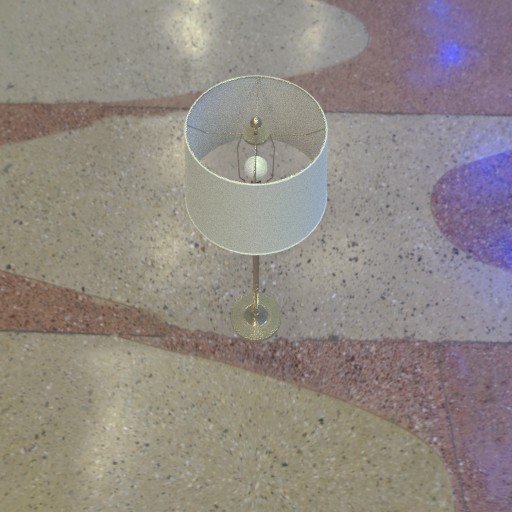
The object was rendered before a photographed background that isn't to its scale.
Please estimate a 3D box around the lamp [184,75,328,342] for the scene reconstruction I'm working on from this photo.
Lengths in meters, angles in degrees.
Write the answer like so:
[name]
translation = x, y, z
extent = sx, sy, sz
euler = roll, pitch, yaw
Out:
[lamp]
translation = 0.000, 0.000, 1.735
extent = 0.431, 1.488, 0.431
euler = 0, 63, 0
